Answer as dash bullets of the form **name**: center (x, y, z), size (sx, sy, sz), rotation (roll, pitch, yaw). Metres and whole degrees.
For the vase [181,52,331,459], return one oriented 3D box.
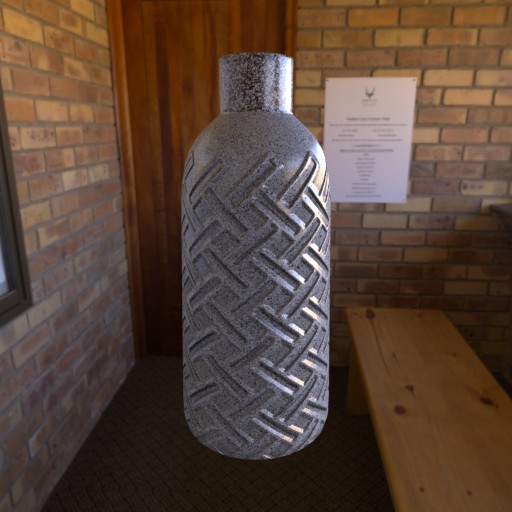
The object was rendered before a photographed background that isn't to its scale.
- **vase**: center (0.000, 0.000, 0.343), size (0.122, 0.282, 0.122), rotation (0, 16, 0)
